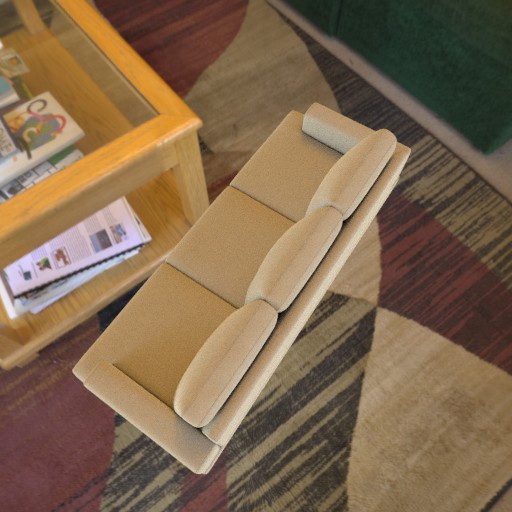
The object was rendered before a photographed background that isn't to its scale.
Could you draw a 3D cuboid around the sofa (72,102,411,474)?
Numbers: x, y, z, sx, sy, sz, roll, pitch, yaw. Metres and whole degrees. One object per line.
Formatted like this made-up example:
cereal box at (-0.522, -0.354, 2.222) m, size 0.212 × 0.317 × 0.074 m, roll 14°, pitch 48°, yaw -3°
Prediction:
sofa at (0.000, 0.000, 2.726) m, size 0.920 × 0.810 × 2.310 m, roll 31°, pitch 68°, yaw 14°
